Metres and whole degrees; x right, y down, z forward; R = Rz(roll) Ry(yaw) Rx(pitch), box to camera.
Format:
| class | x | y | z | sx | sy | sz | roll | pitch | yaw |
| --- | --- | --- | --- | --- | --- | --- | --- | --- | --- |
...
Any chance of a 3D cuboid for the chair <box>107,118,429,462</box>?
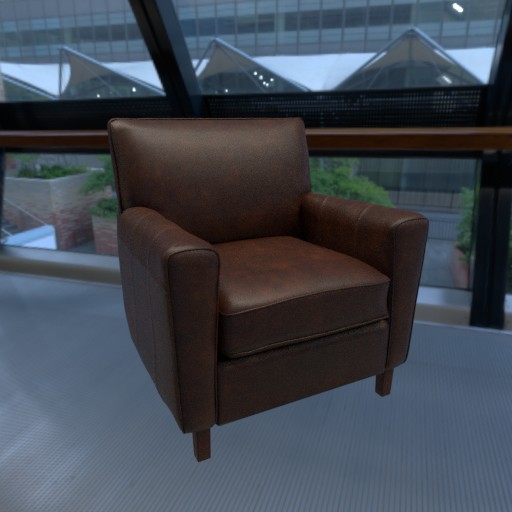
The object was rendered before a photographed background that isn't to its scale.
| class | x | y | z | sx | sy | sz | roll | pitch | yaw |
| --- | --- | --- | --- | --- | --- | --- | --- | --- | --- |
| chair | 0.000 | 0.000 | 1.591 | 0.870 | 0.943 | 0.823 | -9 | 20 | -25 |
